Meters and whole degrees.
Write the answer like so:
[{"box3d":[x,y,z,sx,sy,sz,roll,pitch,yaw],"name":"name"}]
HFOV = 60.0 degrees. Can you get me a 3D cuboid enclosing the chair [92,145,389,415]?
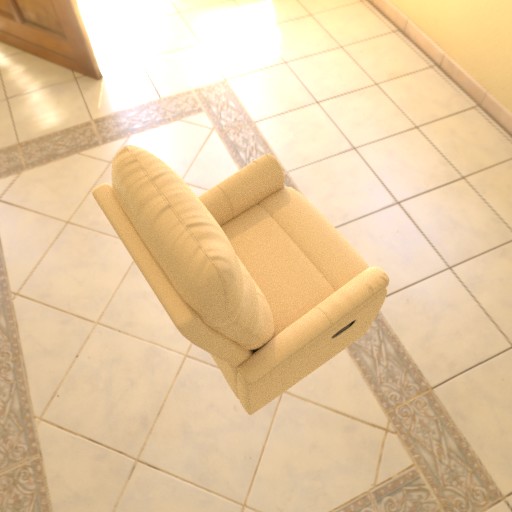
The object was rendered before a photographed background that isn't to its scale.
[{"box3d":[0.000,0.000,1.669,0.831,1.082,0.775,-30,63,-17],"name":"chair"}]
